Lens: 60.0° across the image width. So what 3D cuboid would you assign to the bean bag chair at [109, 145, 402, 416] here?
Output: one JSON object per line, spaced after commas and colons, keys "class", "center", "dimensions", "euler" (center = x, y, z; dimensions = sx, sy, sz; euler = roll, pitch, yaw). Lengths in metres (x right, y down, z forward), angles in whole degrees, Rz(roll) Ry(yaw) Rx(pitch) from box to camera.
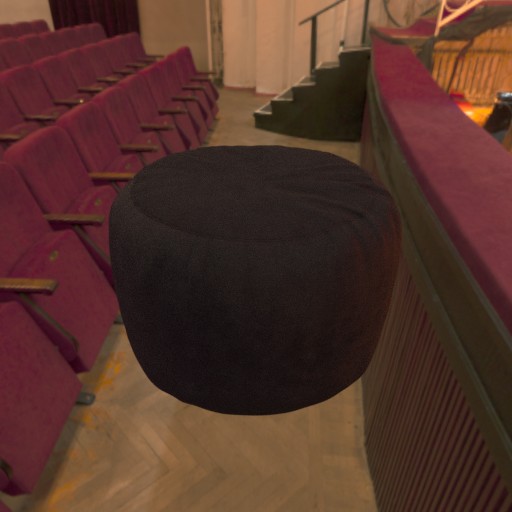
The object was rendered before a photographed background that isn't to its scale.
{"class": "bean bag chair", "center": [0.000, 0.000, 1.968], "dimensions": [1.219, 0.762, 1.219], "euler": [0, 31, 0]}
